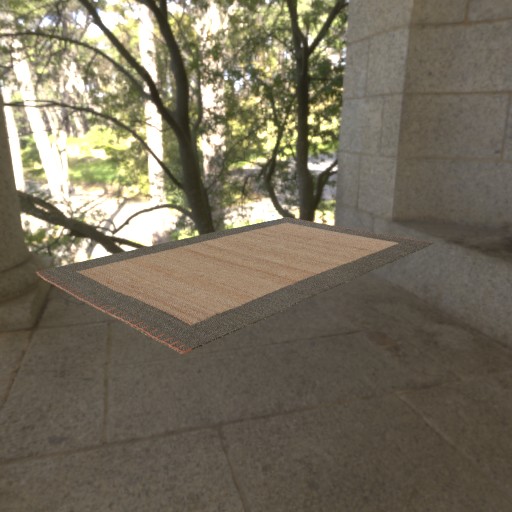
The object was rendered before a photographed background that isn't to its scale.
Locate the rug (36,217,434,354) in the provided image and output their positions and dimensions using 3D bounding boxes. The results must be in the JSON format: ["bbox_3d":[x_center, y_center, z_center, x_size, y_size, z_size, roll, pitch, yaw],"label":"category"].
[{"bbox_3d":[0.000,0.000,3.071,1.521,0.006,2.435,15,22,42],"label":"rug"}]
